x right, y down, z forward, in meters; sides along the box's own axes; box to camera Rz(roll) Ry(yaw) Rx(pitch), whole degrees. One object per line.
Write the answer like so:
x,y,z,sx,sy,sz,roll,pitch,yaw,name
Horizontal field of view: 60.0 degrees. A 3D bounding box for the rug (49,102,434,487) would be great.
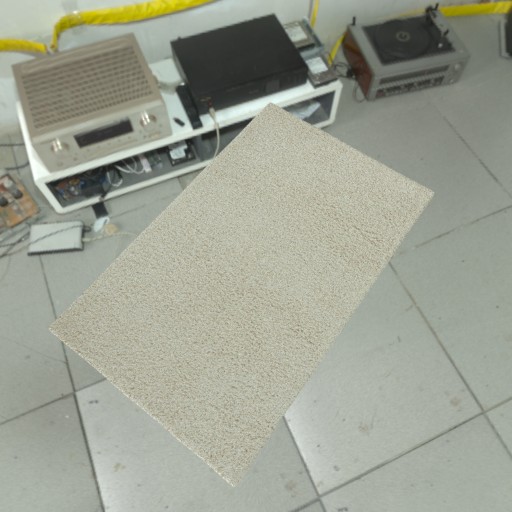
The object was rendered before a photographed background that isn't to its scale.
0.000,0.000,3.082,1.524,0.030,2.438,34,69,15,rug
